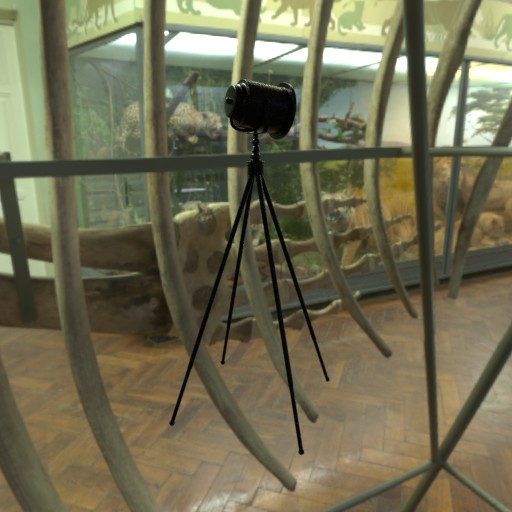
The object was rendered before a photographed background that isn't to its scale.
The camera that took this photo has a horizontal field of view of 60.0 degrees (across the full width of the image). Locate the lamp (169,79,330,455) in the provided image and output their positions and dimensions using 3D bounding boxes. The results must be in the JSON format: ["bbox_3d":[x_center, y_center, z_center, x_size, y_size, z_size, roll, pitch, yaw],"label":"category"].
[{"bbox_3d":[0.000,0.000,2.024,0.884,1.504,0.879,-7,16,-26],"label":"lamp"}]
